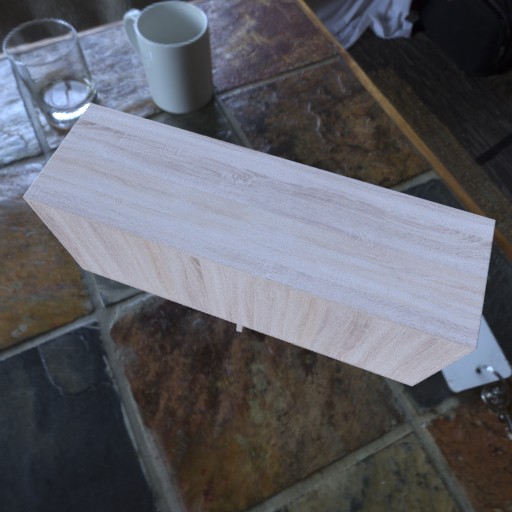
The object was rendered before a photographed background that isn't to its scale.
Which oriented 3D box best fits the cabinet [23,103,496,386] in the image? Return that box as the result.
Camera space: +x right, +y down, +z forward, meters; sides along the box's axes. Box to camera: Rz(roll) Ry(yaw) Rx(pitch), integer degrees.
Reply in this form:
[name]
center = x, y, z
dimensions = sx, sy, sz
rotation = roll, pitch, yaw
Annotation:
[cabinet]
center = 0.000, 0.000, 1.961
dimensions = 1.650, 0.780, 0.500
rotation = 18, 65, 9
